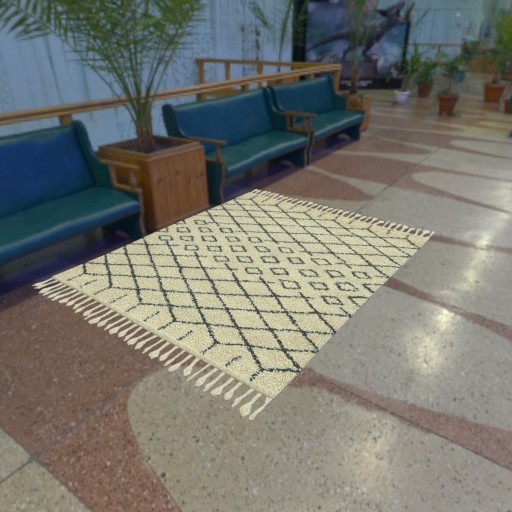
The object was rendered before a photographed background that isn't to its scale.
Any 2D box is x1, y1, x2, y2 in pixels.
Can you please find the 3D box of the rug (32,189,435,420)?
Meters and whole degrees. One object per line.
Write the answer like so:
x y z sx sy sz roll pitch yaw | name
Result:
0.000 0.000 4.235 2.388 0.030 3.213 19 33 32 | rug
